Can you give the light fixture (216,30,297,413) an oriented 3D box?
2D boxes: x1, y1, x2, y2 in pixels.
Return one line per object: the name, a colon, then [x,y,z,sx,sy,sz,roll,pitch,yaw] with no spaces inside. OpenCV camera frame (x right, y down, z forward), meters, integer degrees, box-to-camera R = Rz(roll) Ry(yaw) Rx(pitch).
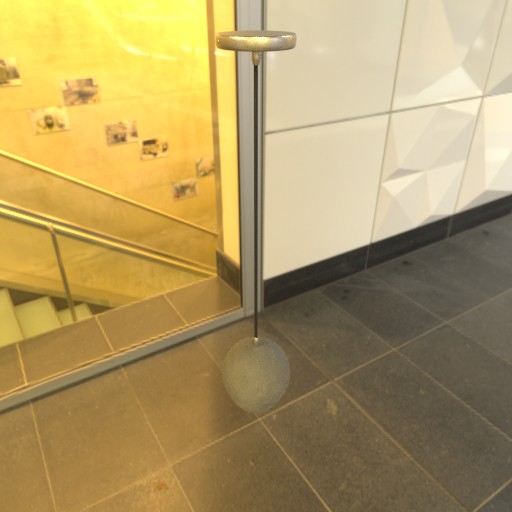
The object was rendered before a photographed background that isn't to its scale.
light fixture: [0.000,0.000,0.845,0.153,0.760,0.153,22,37,32]
